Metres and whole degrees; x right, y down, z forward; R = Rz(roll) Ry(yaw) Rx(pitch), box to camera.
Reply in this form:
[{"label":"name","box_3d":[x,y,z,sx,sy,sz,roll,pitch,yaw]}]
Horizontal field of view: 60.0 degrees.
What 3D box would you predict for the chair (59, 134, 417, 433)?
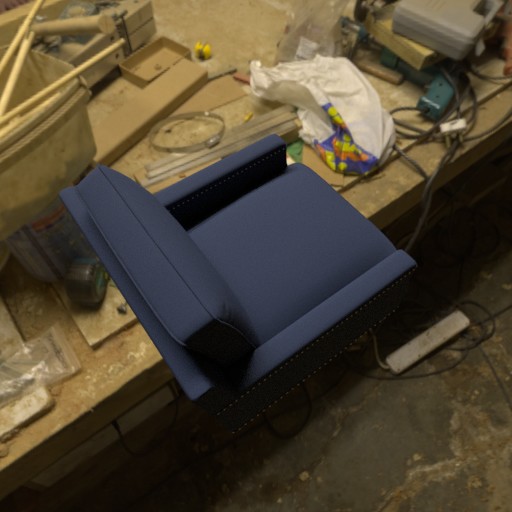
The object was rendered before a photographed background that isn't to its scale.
[{"label":"chair","box_3d":[0.000,0.000,1.719,1.014,0.943,0.853,-32,63,-18]}]
